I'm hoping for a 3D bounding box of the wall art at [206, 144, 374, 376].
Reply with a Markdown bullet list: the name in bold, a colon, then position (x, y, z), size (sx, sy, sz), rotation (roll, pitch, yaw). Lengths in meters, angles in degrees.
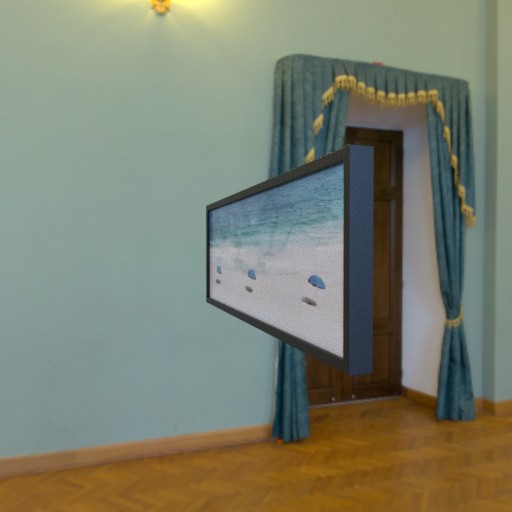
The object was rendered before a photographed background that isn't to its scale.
- **wall art**: position (0.000, 0.000, 0.993), size (0.037, 0.303, 0.860), rotation (0, 1, -19)
